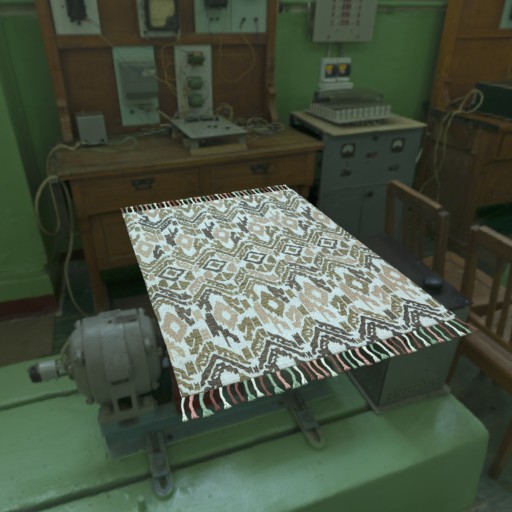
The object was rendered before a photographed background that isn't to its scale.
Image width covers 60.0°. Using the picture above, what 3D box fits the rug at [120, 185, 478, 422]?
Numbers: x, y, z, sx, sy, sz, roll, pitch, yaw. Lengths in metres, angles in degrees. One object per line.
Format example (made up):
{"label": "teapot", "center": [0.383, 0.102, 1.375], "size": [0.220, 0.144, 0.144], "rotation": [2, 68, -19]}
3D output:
{"label": "rug", "center": [0.000, 0.000, 2.328], "size": [1.219, 0.008, 1.829], "rotation": [-11, 31, -19]}
